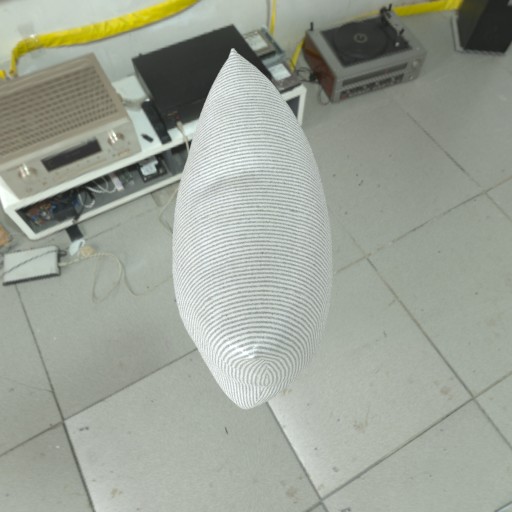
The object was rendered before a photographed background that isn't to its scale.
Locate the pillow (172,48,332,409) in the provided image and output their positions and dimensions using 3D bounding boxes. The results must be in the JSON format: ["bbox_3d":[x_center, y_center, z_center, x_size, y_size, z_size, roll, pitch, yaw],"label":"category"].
[{"bbox_3d":[0.000,0.000,0.712,0.310,0.432,0.387,28,66,14],"label":"pillow"}]
